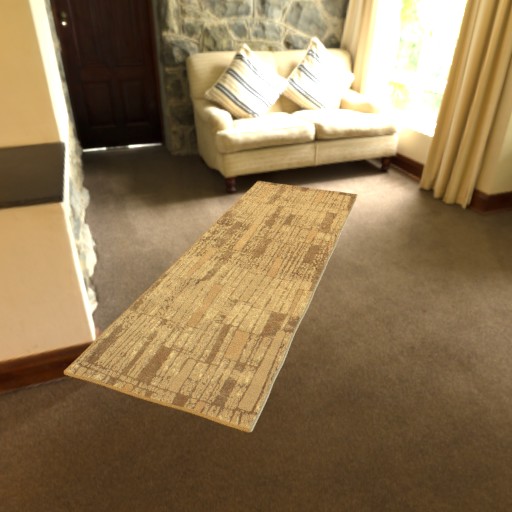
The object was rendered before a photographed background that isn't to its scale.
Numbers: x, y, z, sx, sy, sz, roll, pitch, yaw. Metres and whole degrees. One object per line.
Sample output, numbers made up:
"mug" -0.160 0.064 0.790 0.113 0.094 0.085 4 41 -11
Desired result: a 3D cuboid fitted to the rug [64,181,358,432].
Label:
"rug" 0.000 0.000 2.692 0.857 0.018 2.383 11 32 17
